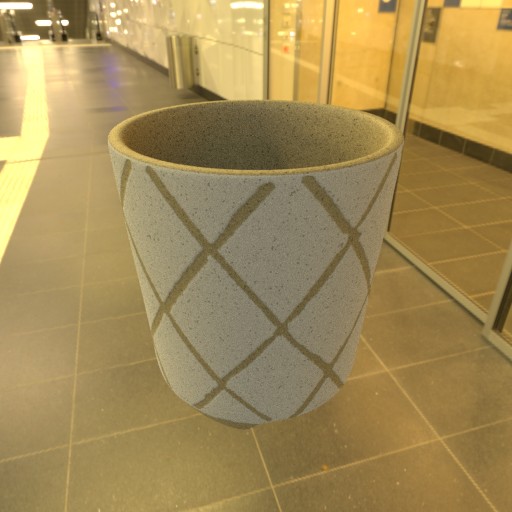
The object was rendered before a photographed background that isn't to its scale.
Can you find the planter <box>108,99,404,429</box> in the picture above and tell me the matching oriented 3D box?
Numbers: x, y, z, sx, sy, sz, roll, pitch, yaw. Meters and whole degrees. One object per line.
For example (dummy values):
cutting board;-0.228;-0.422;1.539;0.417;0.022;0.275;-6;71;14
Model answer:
planter;0.000;0.000;0.345;0.191;0.199;0.191;0;30;0
